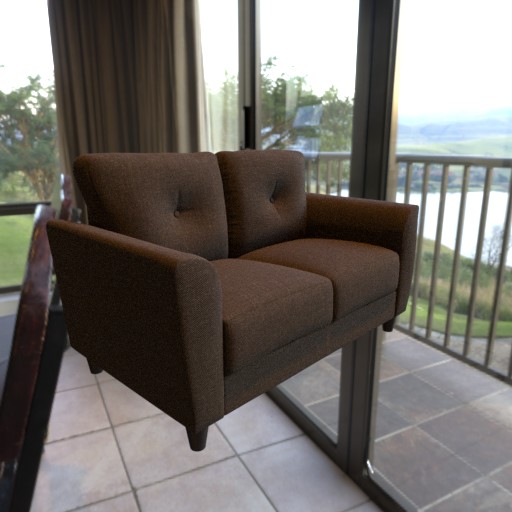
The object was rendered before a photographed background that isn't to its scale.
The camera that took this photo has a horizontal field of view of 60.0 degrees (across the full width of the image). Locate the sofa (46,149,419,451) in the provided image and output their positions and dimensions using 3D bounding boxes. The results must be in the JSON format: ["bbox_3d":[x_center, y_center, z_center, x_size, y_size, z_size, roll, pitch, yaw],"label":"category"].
[{"bbox_3d":[0.000,0.000,1.925,0.851,0.885,1.423,14,20,42],"label":"sofa"}]
